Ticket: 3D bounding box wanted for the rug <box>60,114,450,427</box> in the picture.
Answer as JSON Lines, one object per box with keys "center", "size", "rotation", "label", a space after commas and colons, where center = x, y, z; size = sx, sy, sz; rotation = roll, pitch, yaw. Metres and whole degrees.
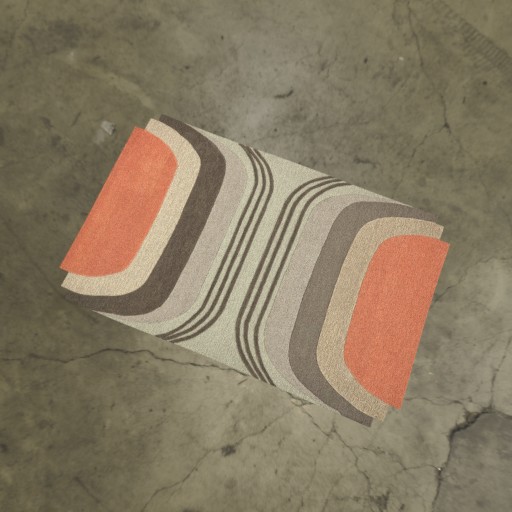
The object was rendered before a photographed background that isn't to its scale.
{"center": [0.000, 0.000, 3.066], "size": [2.446, 0.017, 1.530], "rotation": [22, 76, 6], "label": "rug"}
